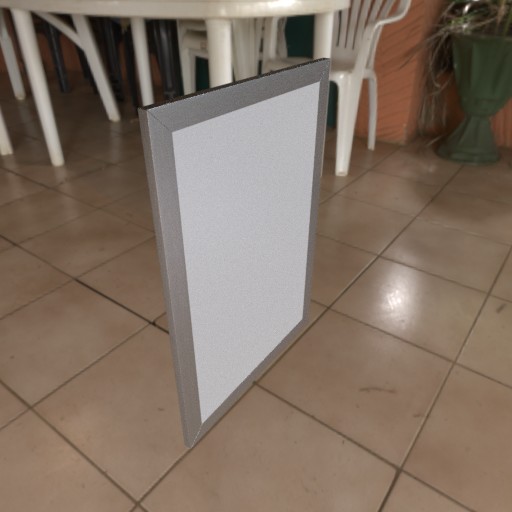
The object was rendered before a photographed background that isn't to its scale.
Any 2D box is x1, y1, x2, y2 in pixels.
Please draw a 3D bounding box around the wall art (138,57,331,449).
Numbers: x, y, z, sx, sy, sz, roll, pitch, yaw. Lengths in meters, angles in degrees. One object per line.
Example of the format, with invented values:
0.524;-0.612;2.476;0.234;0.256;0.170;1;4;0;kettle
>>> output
0.000;0.000;0.696;0.013;0.529;0.376;21;38;29;wall art
